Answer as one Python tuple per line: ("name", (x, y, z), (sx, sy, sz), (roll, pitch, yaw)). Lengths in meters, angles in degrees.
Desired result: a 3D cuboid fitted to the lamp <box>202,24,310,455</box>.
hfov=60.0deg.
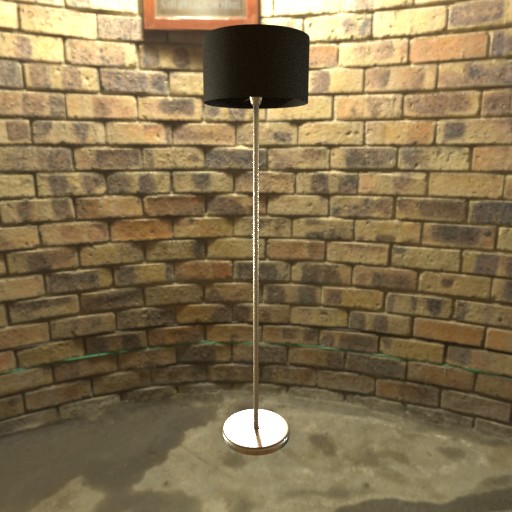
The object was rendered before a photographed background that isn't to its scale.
("lamp", (0.000, 0.000, 1.600), (0.348, 1.443, 0.348), (-12, 18, -43))
